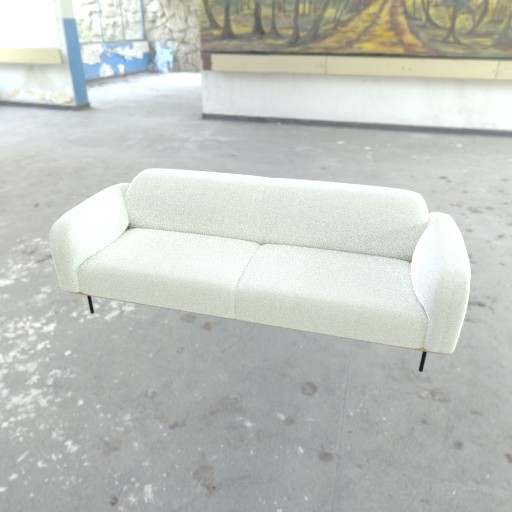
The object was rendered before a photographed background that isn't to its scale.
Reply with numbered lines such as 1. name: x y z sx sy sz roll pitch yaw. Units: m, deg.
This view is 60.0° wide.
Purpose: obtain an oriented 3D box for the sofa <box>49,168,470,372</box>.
1. sofa: 0.000 0.000 2.661 2.280 0.780 0.870 7 28 14
